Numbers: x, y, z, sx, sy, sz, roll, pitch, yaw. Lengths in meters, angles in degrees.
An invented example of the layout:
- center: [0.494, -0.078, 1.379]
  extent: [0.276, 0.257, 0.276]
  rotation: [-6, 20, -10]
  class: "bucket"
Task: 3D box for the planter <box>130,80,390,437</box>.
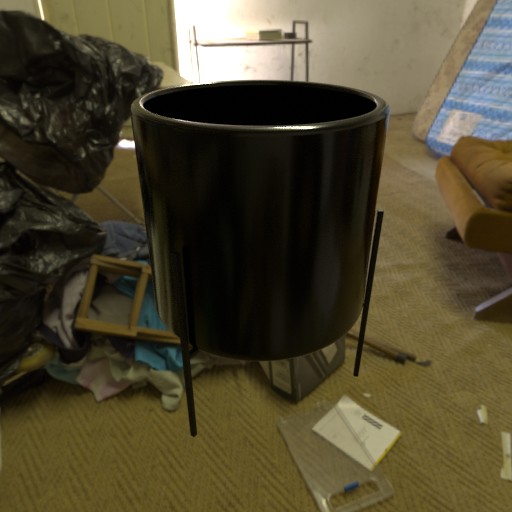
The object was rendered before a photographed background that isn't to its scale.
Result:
- center: [0.000, 0.000, 0.632]
  extent: [0.310, 0.432, 0.310]
  rotation: [-22, 37, -34]
  class: "planter"
